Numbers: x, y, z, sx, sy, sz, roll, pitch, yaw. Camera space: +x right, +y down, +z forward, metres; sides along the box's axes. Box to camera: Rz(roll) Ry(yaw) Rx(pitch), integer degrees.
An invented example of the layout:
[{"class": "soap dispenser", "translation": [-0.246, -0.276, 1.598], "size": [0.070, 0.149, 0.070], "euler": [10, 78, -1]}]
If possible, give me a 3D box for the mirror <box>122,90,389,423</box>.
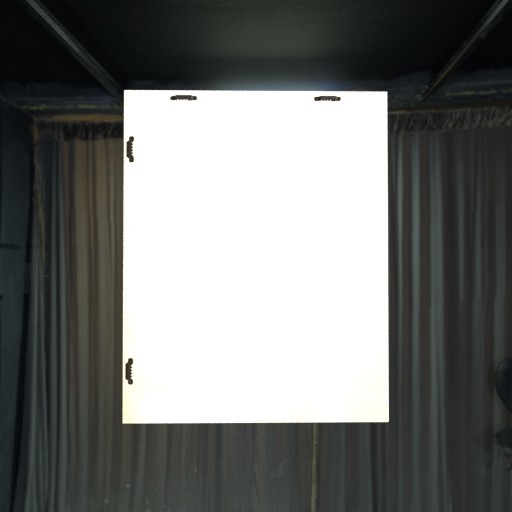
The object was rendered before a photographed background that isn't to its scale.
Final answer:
[{"class": "mirror", "translation": [0.000, 0.000, 0.694], "size": [0.406, 0.509, 0.041], "euler": [0, -1, -1]}]
